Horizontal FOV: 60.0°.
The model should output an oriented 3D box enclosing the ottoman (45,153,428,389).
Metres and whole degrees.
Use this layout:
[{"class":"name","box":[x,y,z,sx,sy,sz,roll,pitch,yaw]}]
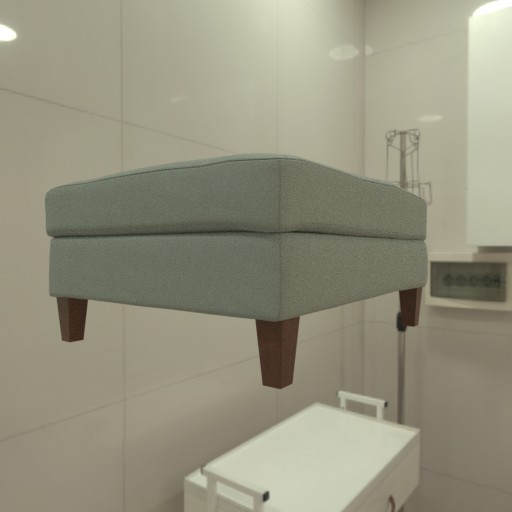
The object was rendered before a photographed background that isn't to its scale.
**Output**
[{"class":"ottoman","box":[0.000,0.000,1.436,0.842,0.494,0.991,1,1,36]}]
